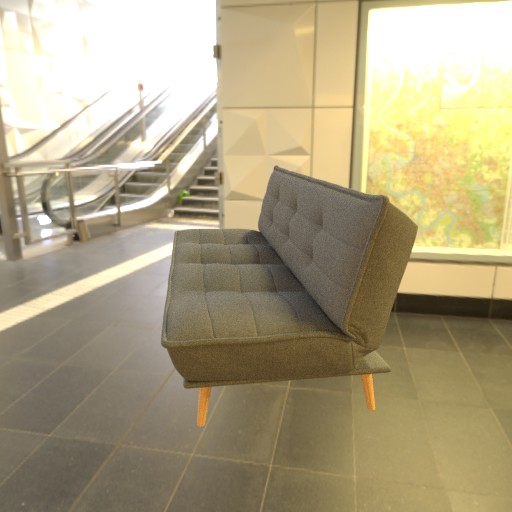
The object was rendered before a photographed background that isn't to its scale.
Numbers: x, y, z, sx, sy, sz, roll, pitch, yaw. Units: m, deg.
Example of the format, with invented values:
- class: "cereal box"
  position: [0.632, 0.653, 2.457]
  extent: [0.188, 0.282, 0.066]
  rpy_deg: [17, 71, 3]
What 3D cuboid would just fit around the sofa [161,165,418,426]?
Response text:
- class: "sofa"
  position: [0.000, 0.000, 2.469]
  extent: [0.950, 0.890, 1.940]
  rpy_deg: [-2, 15, -8]
